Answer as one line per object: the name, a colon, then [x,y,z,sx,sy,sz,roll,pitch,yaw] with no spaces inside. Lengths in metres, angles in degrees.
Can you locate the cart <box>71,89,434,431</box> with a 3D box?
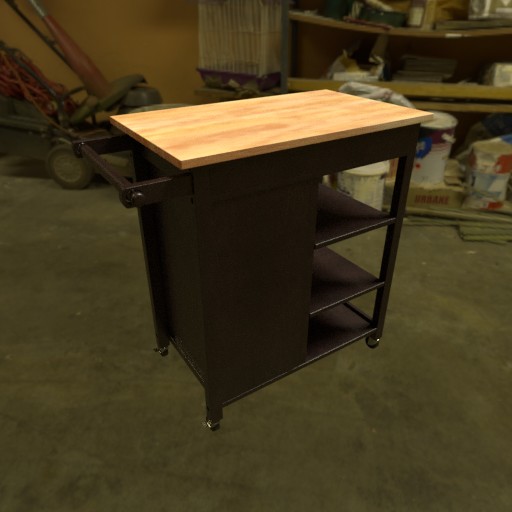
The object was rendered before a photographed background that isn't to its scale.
cart: [0.000,0.000,1.439,0.914,0.878,0.472,-18,35,-28]
